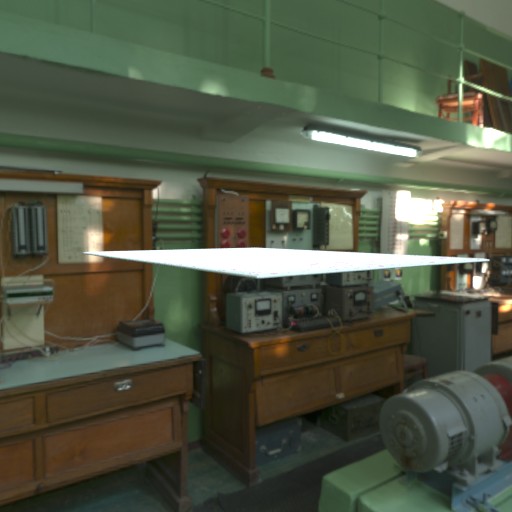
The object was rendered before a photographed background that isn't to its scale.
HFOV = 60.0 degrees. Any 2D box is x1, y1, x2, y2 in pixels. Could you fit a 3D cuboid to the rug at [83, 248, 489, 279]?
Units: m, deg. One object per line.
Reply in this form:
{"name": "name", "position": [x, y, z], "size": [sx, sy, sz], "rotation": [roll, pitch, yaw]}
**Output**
{"name": "rug", "position": [0.000, 0.000, 2.873], "size": [1.598, 0.014, 2.202], "rotation": [-2, 4, -36]}
